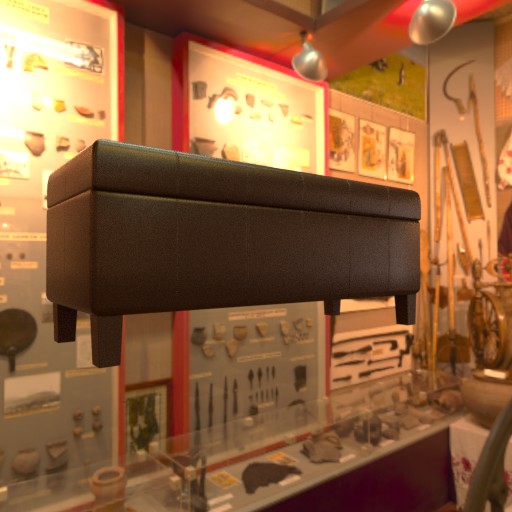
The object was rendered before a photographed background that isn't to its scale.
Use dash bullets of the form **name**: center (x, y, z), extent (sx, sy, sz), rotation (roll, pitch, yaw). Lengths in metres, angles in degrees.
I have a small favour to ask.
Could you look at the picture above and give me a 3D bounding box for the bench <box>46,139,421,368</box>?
- **bench**: center (0.000, 0.000, 1.342), extent (1.092, 0.457, 0.429), rotation (1, -1, -36)
